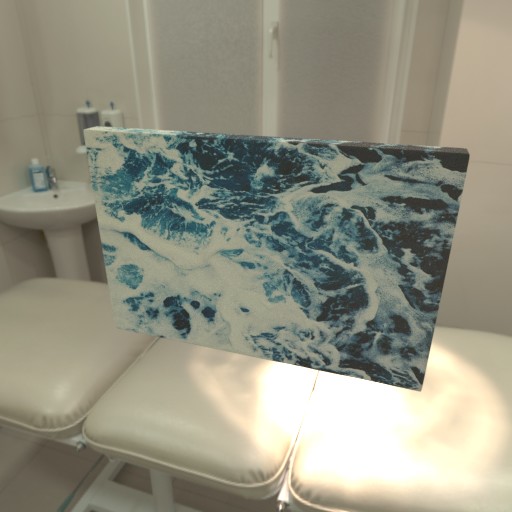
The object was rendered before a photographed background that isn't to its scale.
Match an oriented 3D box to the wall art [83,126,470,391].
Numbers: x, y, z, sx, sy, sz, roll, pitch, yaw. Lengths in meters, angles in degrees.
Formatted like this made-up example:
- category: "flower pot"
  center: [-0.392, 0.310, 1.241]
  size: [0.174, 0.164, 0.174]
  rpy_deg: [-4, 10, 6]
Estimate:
- category: "wall art"
  center: [0.000, 0.000, 0.775]
  size: [0.609, 0.407, 0.043]
  rpy_deg: [8, 26, 16]
